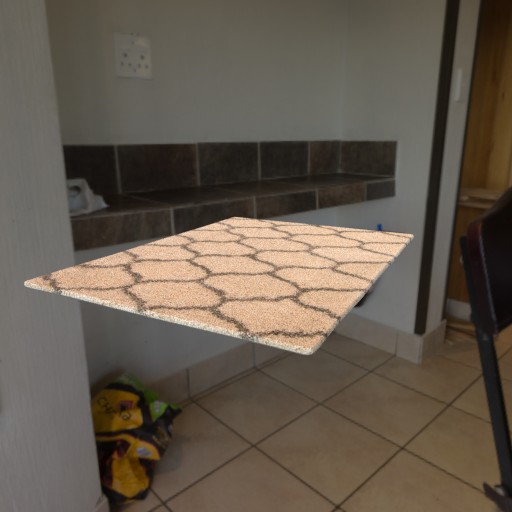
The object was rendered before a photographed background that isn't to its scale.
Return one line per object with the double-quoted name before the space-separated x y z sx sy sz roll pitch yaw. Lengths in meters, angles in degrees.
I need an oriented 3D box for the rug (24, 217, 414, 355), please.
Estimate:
"rug" 0.000 0.000 2.127 1.200 0.025 1.600 8 17 27
